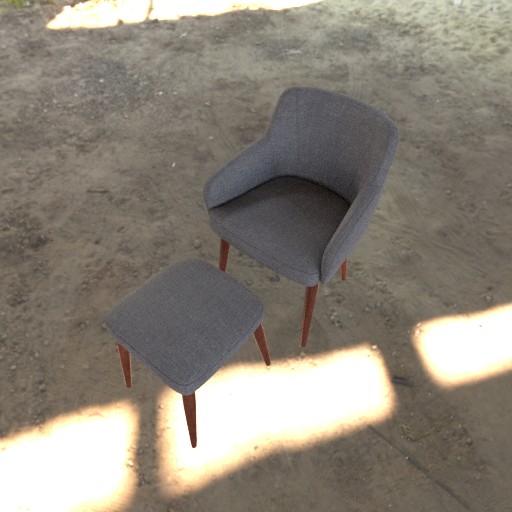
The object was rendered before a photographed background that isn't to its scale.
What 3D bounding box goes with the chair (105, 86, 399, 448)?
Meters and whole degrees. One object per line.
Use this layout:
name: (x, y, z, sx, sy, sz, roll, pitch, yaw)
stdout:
chair: (0.000, 0.000, 1.602, 0.584, 0.799, 1.107, 31, 54, 26)
